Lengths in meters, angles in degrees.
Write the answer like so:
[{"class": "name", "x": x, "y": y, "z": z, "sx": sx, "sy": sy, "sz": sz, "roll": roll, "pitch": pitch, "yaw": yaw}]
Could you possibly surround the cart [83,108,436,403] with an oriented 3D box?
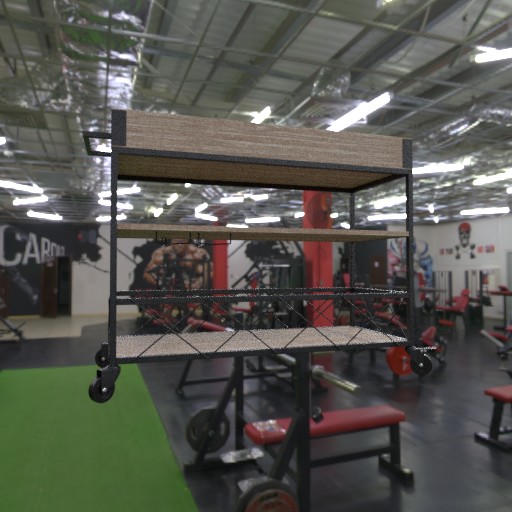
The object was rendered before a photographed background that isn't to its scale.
[{"class": "cart", "x": 0.000, "y": 0.000, "z": 1.522, "sx": 1.101, "sy": 0.787, "sz": 0.500, "roll": 0, "pitch": -1, "yaw": -17}]
